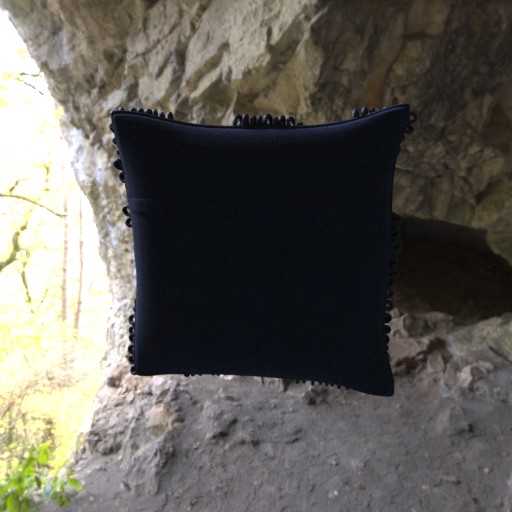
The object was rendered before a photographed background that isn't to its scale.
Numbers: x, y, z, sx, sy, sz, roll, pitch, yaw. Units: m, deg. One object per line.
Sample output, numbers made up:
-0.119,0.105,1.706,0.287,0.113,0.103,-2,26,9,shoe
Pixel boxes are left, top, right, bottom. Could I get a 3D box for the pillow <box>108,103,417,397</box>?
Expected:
0.000,0.000,0.722,0.469,0.466,0.172,2,15,7,pillow
